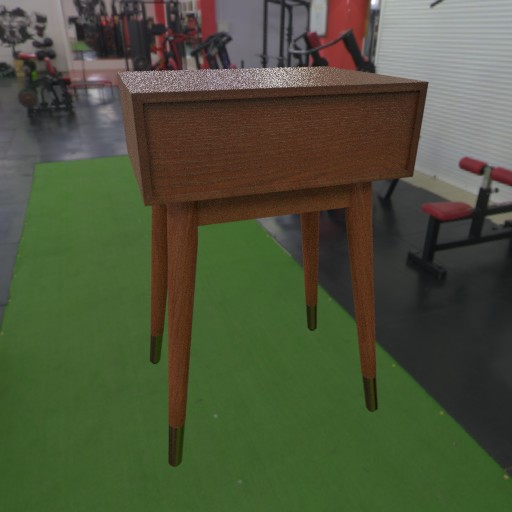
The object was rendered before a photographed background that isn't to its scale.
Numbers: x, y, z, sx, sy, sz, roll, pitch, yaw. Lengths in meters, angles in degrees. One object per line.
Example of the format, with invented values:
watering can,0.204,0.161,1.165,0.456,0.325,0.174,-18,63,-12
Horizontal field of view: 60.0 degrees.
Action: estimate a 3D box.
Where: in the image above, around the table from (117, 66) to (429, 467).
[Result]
table,0.000,0.000,0.793,0.406,0.599,0.300,-9,28,-16
